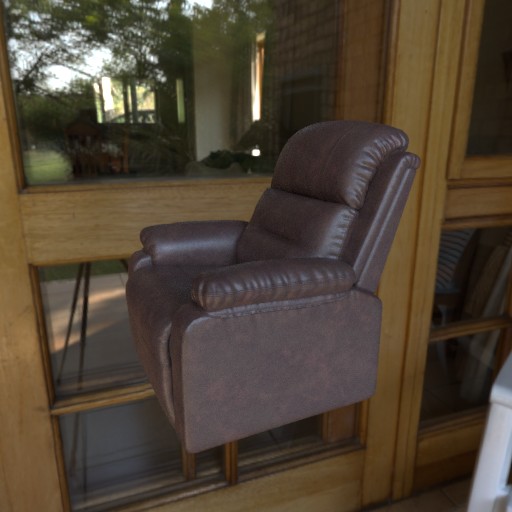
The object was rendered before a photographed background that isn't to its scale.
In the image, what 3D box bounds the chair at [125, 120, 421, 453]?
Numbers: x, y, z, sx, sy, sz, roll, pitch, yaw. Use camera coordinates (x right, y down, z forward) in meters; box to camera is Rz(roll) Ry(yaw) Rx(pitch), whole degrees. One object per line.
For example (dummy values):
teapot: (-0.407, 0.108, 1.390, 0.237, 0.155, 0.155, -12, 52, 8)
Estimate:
chair: (0.000, 0.000, 1.681, 0.919, 0.992, 0.855, -7, 17, -25)
